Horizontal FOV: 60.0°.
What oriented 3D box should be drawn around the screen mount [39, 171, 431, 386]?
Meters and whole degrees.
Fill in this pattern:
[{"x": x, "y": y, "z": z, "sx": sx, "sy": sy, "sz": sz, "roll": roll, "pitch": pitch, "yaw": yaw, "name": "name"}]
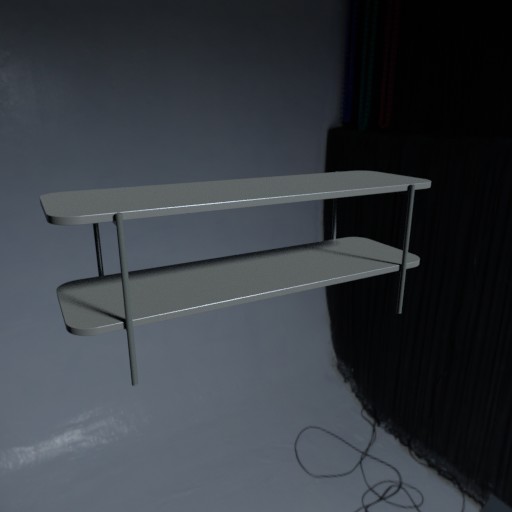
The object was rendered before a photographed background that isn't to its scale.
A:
[{"x": 0.000, "y": 0.000, "z": 1.435, "sx": 1.200, "sy": 0.447, "sz": 0.400, "roll": -9, "pitch": 20, "yaw": -27, "name": "screen mount"}]
